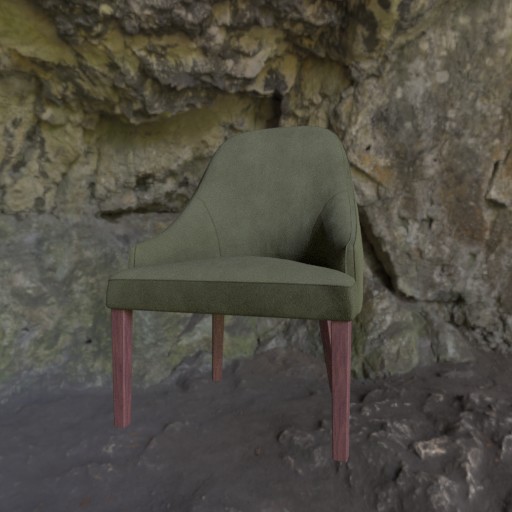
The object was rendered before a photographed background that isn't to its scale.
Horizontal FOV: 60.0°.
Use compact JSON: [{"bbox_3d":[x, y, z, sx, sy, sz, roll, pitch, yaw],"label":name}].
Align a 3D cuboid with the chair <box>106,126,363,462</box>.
[{"bbox_3d":[0.000,0.000,1.311,0.643,0.889,0.575,0,1,19],"label":"chair"}]
